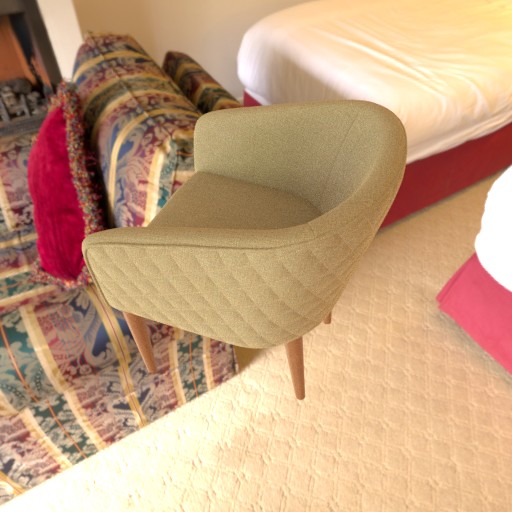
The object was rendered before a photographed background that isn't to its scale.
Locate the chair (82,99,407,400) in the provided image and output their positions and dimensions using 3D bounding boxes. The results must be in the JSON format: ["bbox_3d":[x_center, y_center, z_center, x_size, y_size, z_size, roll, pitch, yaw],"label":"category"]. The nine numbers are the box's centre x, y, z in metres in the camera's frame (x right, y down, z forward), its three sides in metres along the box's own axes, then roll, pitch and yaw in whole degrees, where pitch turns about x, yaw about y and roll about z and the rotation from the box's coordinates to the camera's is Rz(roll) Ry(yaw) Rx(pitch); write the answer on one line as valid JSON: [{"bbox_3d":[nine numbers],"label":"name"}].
[{"bbox_3d":[0.000,0.000,1.193,0.616,0.775,0.584,16,49,15],"label":"chair"}]
